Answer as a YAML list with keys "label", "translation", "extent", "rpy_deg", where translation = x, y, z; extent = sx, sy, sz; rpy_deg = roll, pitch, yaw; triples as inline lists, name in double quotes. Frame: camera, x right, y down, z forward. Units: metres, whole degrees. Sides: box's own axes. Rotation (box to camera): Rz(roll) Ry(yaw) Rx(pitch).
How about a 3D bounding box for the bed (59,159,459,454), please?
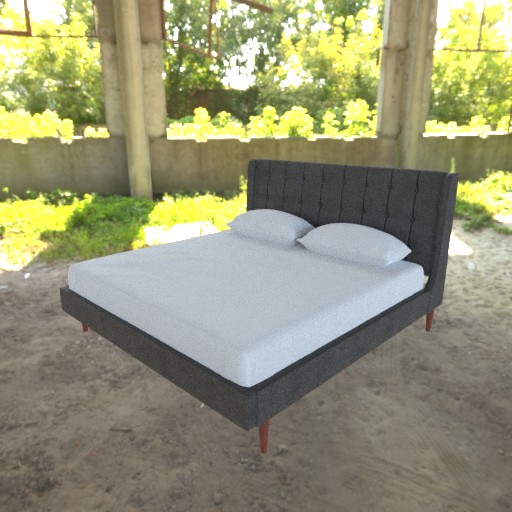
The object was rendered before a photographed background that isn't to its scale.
- label: "bed"
  translation: [0.000, 0.000, 2.507]
  extent: [1.531, 0.933, 1.638]
  rpy_deg: [15, 22, 42]
